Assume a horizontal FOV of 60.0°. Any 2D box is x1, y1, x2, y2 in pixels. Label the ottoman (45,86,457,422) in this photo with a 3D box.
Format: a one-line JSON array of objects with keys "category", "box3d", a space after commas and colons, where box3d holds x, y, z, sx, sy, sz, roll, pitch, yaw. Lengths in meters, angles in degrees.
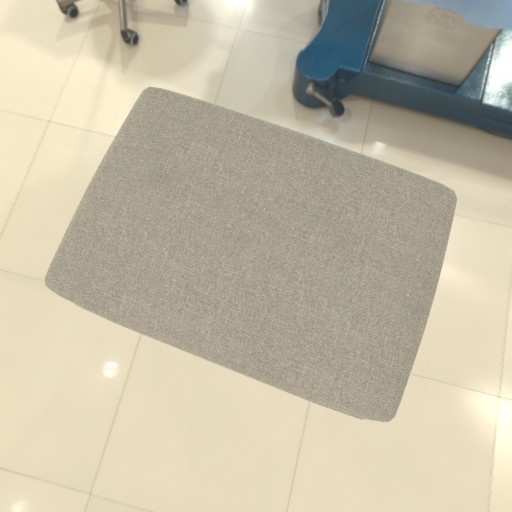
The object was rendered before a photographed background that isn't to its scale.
[{"category": "ottoman", "box3d": [0.000, 0.000, 1.160, 0.838, 0.457, 0.584, 20, 76, 5]}]
